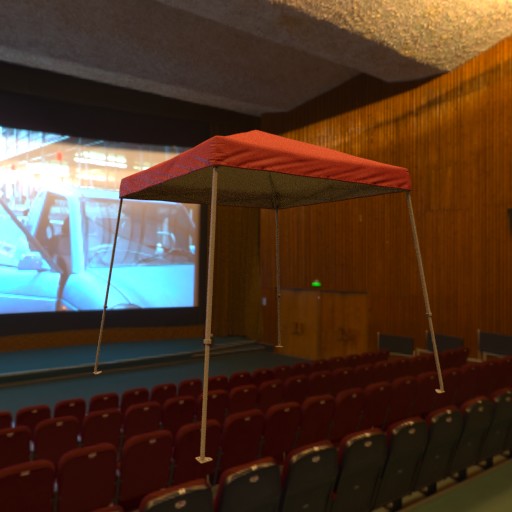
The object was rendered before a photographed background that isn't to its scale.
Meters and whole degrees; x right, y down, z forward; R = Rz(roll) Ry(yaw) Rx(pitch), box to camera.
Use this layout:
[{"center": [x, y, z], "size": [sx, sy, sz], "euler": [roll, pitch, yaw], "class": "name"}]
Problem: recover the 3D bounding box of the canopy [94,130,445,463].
[{"center": [0.000, 0.000, 6.344], "size": [3.600, 3.600, 3.599], "euler": [0, 0, -34], "class": "canopy"}]
